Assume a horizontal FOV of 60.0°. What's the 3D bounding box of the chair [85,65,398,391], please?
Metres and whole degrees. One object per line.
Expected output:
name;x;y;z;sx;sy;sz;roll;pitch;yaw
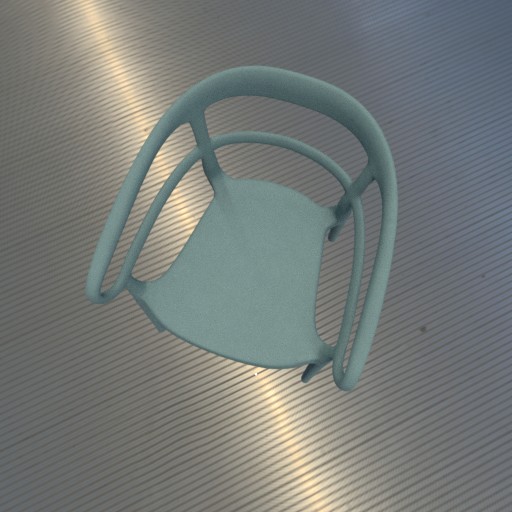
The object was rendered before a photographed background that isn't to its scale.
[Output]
chair;0.000;0.000;1.125;0.559;0.761;0.527;18;76;5
